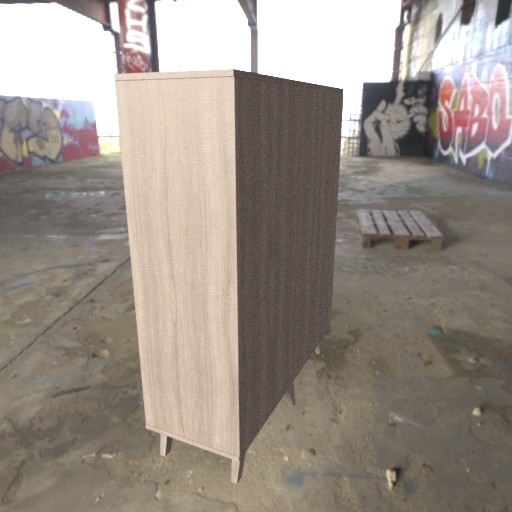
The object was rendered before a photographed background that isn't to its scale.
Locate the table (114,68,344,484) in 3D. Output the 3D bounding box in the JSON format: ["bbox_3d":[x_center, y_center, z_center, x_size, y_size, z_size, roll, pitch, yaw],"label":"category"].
[{"bbox_3d":[0.000,0.000,1.905,0.398,1.388,1.111,8,20,24],"label":"table"}]
